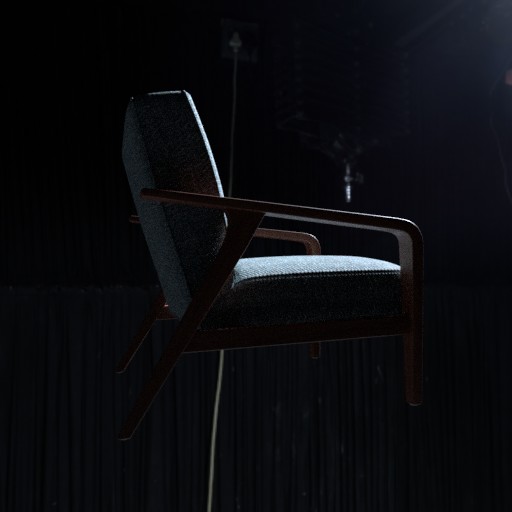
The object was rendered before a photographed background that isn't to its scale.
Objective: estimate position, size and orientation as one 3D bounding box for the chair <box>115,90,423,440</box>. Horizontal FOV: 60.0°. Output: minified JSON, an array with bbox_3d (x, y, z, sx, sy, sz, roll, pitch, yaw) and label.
[{"bbox_3d":[0.000,0.000,1.486,0.889,0.864,0.719,0,-1,-18],"label":"chair"}]
